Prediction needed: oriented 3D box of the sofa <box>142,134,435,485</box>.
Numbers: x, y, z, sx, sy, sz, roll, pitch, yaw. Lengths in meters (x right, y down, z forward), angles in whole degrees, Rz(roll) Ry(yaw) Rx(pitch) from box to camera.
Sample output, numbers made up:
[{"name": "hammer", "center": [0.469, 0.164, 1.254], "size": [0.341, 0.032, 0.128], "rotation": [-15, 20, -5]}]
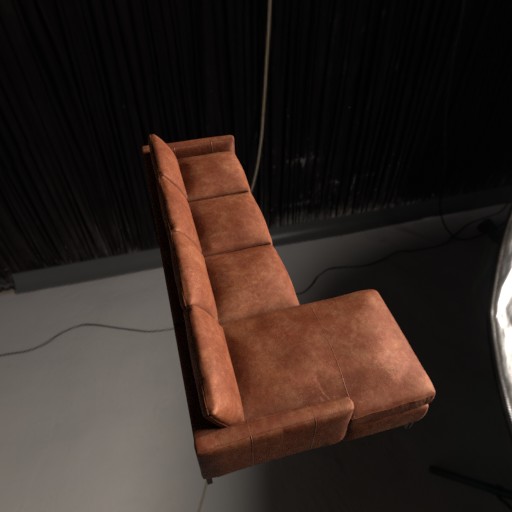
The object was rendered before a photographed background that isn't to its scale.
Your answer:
[{"name": "sofa", "center": [0.000, 0.000, 3.564], "size": [1.471, 0.859, 2.993], "rotation": [-11, 48, -11]}]
